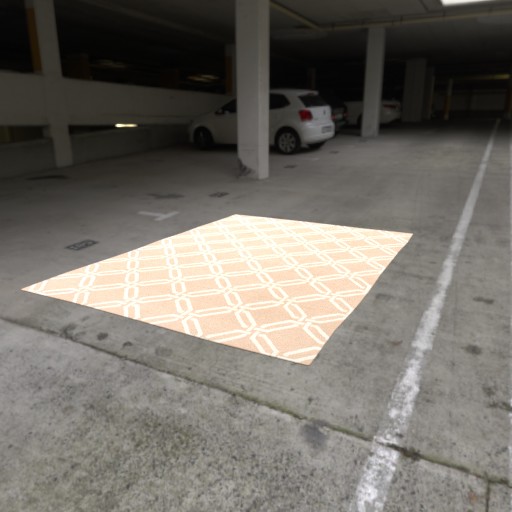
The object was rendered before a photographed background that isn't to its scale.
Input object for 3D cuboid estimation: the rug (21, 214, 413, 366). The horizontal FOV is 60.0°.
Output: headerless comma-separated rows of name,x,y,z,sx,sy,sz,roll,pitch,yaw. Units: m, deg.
rug,0.000,0.000,4.357,2.452,0.020,3.365,9,19,27
